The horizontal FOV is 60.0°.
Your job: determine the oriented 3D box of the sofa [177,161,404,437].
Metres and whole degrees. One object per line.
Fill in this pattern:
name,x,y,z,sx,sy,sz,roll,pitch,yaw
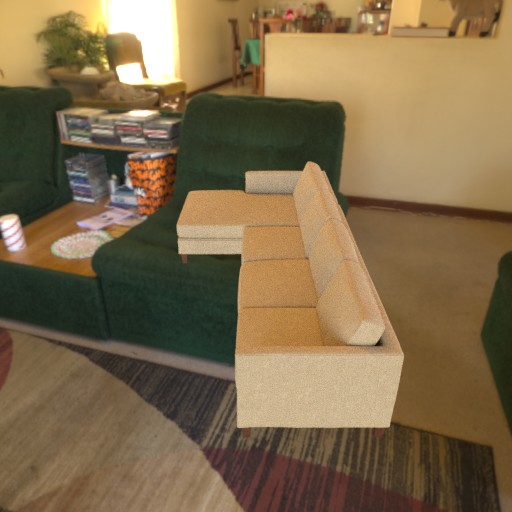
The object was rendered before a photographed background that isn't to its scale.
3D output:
sofa,0.000,0.000,3.912,1.625,0.846,3.186,0,29,0
